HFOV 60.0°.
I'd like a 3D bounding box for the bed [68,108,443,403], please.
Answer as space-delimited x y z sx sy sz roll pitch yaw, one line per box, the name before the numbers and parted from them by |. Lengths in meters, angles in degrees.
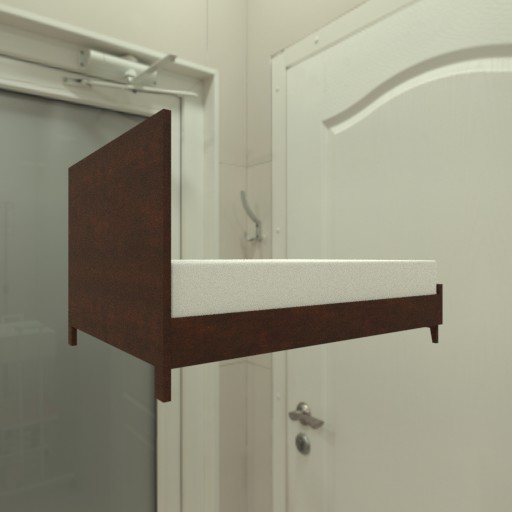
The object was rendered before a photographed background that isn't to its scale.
bed | 0.000 0.000 3.206 2.184 1.270 1.600 0 0 -37
